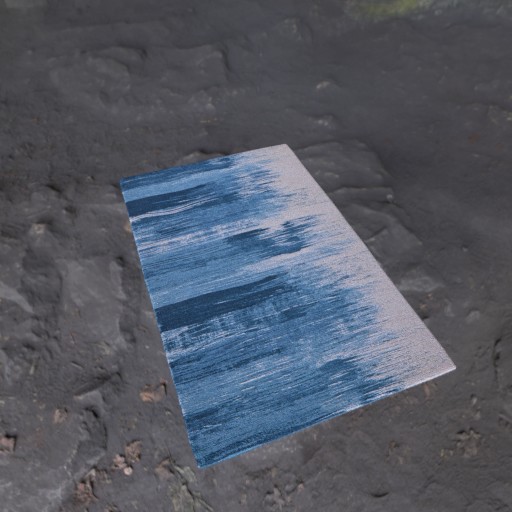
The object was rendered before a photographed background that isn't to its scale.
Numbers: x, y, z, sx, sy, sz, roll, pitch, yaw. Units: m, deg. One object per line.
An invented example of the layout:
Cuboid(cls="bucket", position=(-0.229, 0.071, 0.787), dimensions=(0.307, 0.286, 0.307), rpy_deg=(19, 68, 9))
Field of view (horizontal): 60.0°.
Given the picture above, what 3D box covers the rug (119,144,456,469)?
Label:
Cuboid(cls="rug", position=(0.000, 0.000, 3.096), dimensions=(1.540, 0.027, 2.450), rpy_deg=(-15, 49, -14))
